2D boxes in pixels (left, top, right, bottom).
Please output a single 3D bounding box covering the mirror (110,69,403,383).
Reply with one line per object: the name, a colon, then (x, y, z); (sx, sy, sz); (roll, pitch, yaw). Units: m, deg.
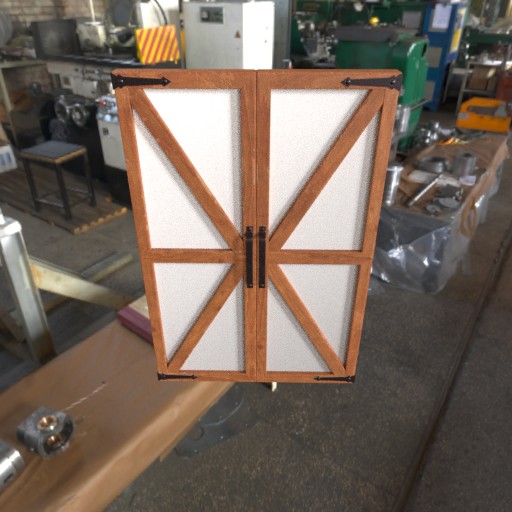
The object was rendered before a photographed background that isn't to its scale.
mirror: (0.000, 0.000, 0.979); (0.517, 0.761, 0.053); (1, 31, 1)
